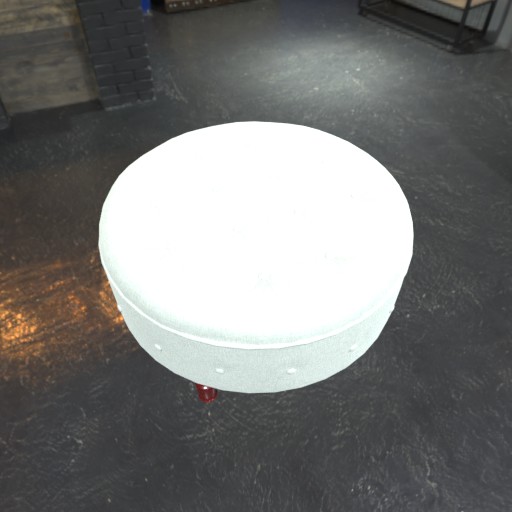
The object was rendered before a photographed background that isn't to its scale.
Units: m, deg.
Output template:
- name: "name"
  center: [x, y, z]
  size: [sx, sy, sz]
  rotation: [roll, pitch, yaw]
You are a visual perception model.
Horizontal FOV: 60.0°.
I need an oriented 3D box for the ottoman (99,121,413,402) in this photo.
- name: "ottoman"
  center: [0.000, 0.000, 1.351]
  size: [0.850, 0.483, 0.850]
  rotation: [0, 47, 0]
